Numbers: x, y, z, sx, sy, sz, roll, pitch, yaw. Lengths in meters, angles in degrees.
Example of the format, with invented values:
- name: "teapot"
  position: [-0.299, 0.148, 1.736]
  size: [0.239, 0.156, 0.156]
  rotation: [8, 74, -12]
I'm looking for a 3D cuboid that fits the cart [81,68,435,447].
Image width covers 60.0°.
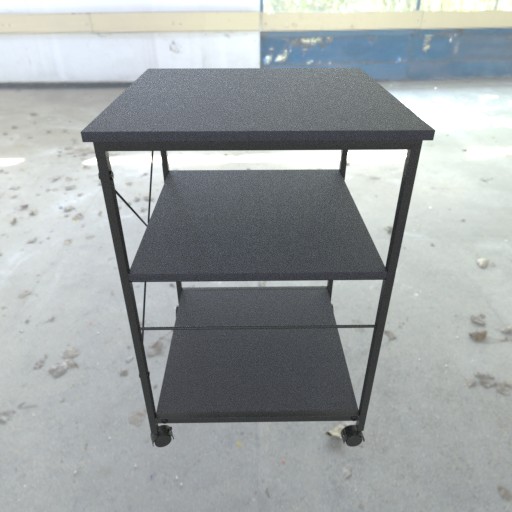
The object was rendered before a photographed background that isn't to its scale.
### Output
- name: "cart"
  position: [0.000, 0.000, 1.072]
  size: [0.520, 0.762, 0.521]
  rotation: [0, 32, -1]
